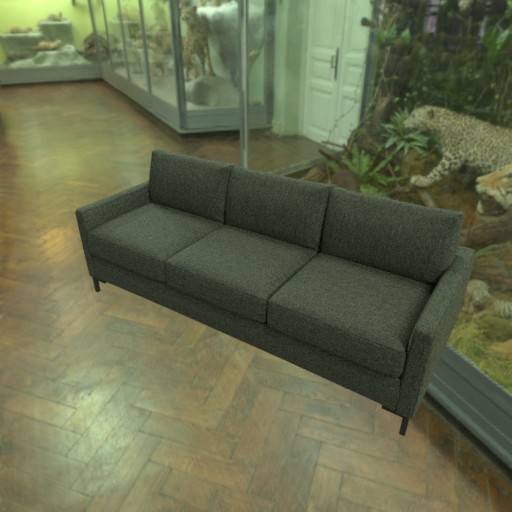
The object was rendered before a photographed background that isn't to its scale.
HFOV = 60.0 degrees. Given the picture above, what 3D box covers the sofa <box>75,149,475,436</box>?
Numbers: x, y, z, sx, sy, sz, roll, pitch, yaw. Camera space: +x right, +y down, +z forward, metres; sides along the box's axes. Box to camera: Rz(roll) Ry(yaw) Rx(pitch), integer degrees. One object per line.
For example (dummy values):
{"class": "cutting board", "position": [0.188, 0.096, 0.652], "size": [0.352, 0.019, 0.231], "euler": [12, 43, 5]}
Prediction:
{"class": "sofa", "position": [0.000, 0.000, 2.657], "size": [2.253, 0.879, 0.876], "euler": [18, 34, 29]}
